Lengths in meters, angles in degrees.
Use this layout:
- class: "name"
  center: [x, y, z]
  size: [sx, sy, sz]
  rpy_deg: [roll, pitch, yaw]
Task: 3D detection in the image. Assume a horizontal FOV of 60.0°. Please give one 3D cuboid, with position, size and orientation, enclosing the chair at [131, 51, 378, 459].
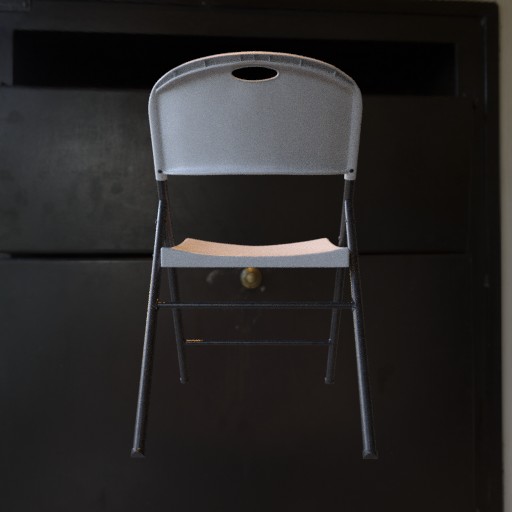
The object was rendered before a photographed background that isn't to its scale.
- class: "chair"
  center: [0.000, 0.000, 1.148]
  size: [0.494, 0.810, 0.566]
  rpy_deg: [0, 0, 1]
